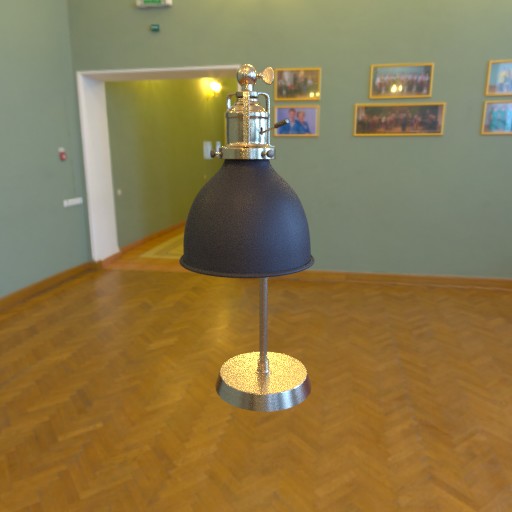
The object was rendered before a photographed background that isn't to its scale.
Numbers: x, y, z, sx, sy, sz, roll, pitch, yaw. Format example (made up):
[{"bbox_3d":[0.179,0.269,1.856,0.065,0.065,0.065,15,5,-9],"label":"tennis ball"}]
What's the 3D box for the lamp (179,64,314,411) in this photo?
[{"bbox_3d":[0.000,0.000,0.594,0.160,0.456,0.291,2,14,9],"label":"lamp"}]
